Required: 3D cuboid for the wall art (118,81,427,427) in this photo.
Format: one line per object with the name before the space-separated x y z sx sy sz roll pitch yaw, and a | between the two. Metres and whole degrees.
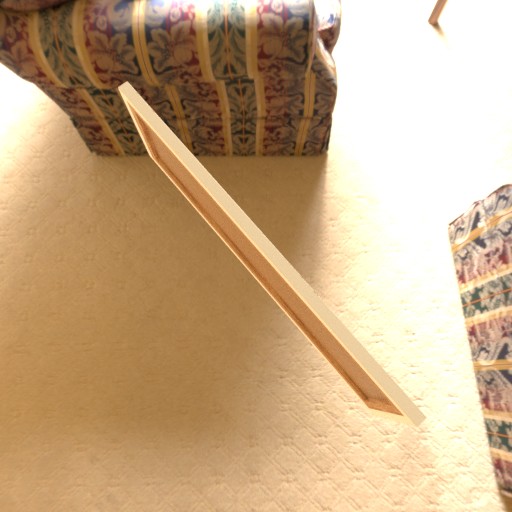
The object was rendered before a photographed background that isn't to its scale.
wall art | 0.000 0.000 1.708 0.044 0.507 1.520 -39 78 -10
